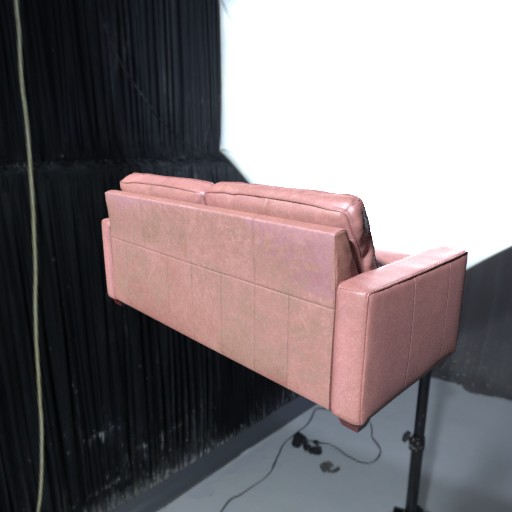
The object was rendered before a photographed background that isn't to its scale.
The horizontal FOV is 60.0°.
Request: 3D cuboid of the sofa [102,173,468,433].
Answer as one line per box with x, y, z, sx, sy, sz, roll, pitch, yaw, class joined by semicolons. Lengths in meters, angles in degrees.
0.000;0.000;2.580;0.940;0.919;2.080;-14;20;-42;sofa
